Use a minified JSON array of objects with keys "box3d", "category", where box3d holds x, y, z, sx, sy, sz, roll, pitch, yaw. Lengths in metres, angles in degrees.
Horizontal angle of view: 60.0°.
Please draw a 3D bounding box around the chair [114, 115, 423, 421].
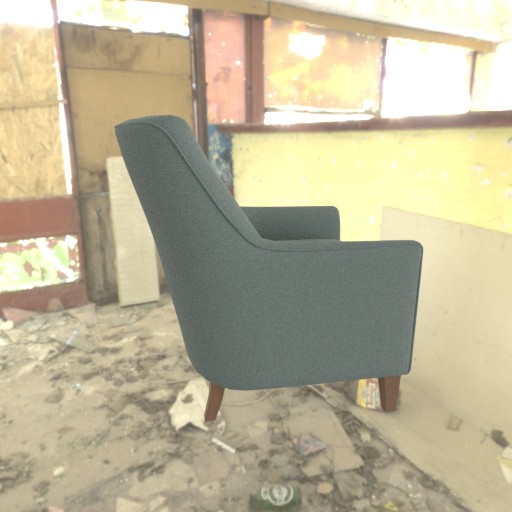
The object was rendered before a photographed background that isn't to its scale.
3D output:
[{"box3d":[0.000,0.000,1.565,0.879,0.916,0.756,-3,15,-10],"category":"chair"}]
